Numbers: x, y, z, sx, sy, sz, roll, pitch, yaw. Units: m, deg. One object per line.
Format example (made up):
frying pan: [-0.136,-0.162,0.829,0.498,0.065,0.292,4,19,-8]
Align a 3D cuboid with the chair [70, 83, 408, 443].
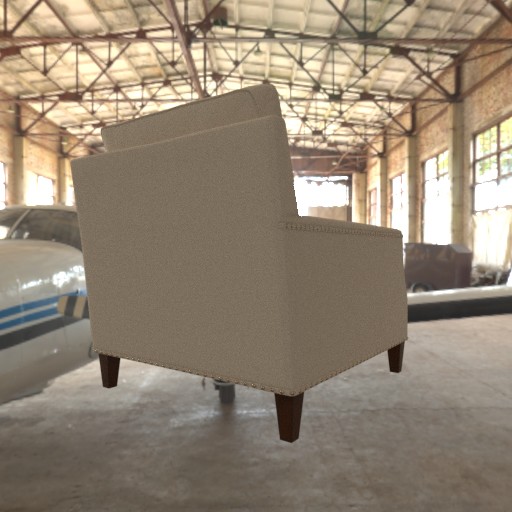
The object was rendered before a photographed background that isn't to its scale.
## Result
chair: [0.000,0.000,1.673,0.853,0.943,1.014,0,1,36]
